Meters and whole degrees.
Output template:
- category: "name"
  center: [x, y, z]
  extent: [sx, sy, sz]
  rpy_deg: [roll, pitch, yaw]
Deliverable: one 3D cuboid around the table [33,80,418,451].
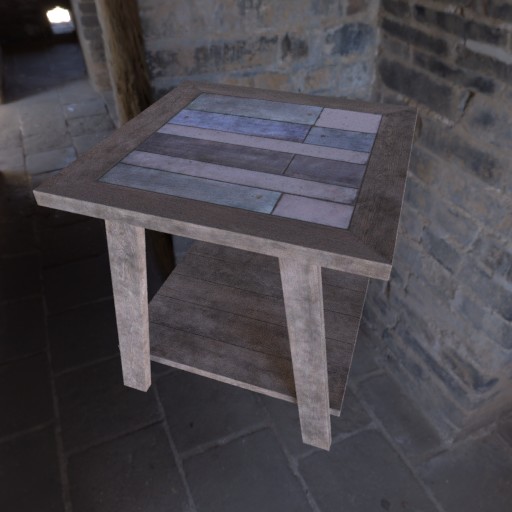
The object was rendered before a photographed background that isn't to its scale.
- category: "table"
  center: [0.000, 0.000, 1.107]
  extent: [0.610, 0.610, 0.610]
  rpy_deg: [12, 41, 14]
